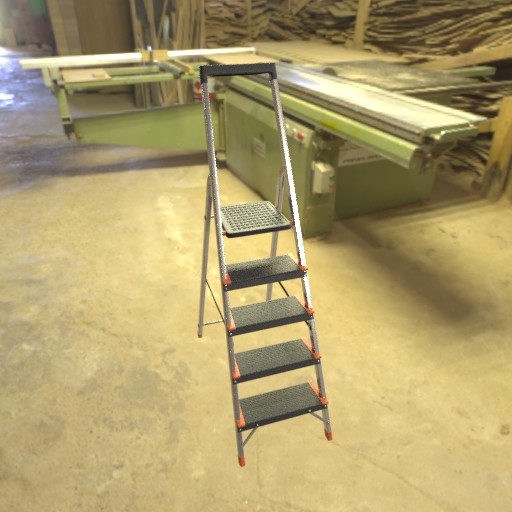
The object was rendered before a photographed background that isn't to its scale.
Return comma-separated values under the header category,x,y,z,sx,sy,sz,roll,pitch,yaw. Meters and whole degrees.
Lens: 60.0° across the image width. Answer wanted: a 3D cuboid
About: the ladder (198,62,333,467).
category,x,y,z,sx,sy,sz,roll,pitch,yaw
ladder,0.000,0.000,2.123,0.480,1.646,0.995,-9,32,-16
